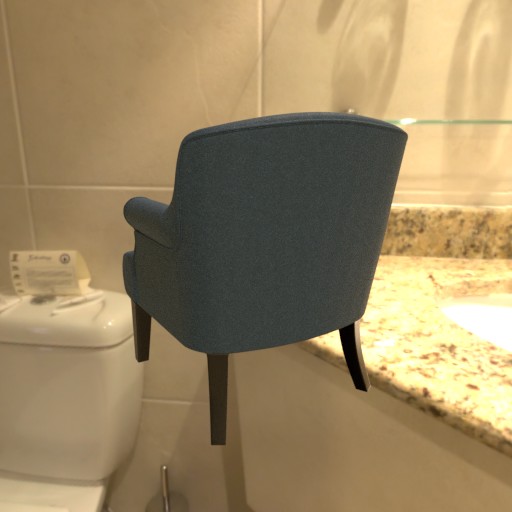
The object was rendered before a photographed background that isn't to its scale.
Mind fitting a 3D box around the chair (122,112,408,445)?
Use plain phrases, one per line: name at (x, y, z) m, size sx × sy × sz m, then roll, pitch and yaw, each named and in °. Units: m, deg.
chair at (0.000, 0.000, 1.473) m, size 0.770 × 0.878 × 0.754 m, roll -8°, pitch 17°, yaw -29°
